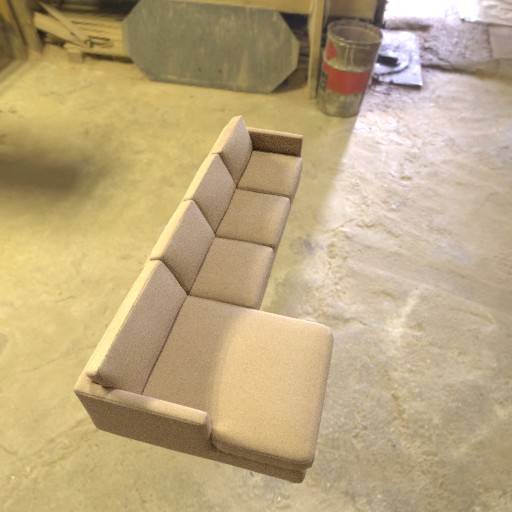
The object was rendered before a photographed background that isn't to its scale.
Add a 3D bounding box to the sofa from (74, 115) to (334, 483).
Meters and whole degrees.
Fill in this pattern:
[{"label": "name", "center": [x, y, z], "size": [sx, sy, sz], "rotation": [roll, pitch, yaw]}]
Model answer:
[{"label": "sofa", "center": [0.000, 0.000, 3.752], "size": [1.502, 0.876, 3.201], "rotation": [11, 48, 10]}]
